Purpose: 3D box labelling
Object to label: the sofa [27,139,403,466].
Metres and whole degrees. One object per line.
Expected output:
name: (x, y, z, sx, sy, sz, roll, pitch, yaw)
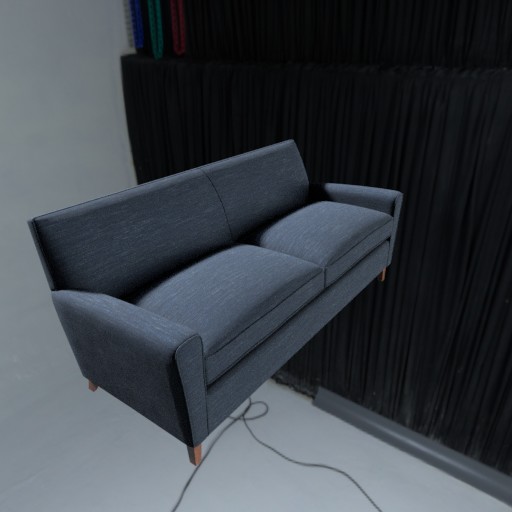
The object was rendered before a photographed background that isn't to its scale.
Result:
sofa: (0.000, 0.000, 2.397, 0.875, 0.846, 1.976, 18, 32, 33)
